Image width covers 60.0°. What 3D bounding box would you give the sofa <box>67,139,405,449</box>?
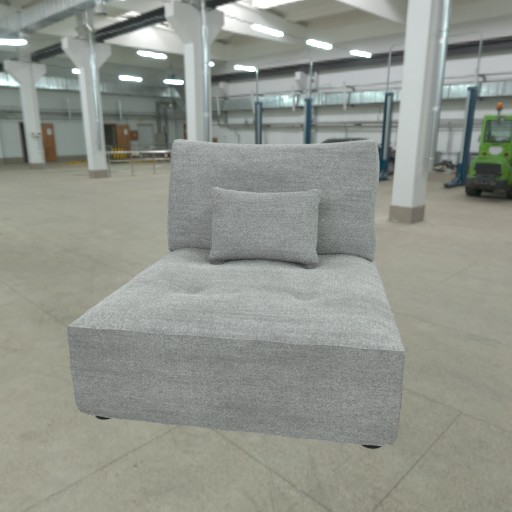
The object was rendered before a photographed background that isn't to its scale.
[{"bbox_3d":[0.000,0.000,1.629,0.930,0.820,1.000,2,16,9],"label":"sofa"}]
